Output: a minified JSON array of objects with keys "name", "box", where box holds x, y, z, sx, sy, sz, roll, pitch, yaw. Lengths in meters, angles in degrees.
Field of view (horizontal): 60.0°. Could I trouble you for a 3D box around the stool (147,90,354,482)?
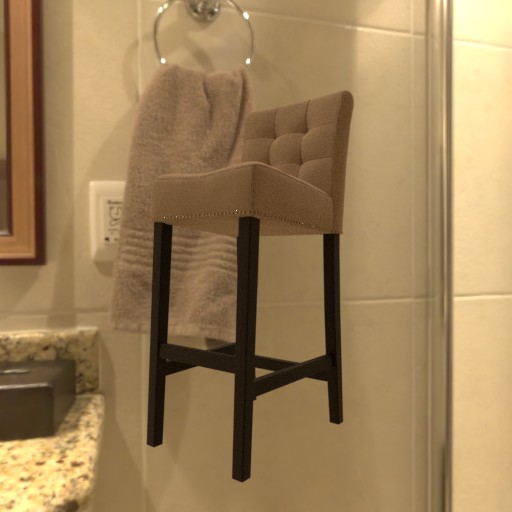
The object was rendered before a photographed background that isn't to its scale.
[{"name":"stool","box":[0.000,0.000,1.337,0.411,1.047,0.548,0,1,37]}]
